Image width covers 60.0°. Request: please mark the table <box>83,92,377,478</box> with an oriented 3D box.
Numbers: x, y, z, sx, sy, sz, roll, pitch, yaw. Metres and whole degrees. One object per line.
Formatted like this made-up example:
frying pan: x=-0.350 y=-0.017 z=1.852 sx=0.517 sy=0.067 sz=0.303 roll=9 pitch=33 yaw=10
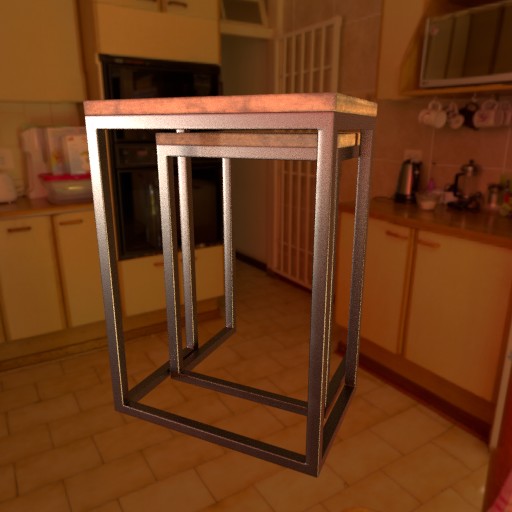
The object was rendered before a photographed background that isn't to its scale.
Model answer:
table: x=0.000 y=0.000 z=0.946 sx=0.456 sy=0.615 sz=0.460 roll=8 pitch=18 yaw=26
